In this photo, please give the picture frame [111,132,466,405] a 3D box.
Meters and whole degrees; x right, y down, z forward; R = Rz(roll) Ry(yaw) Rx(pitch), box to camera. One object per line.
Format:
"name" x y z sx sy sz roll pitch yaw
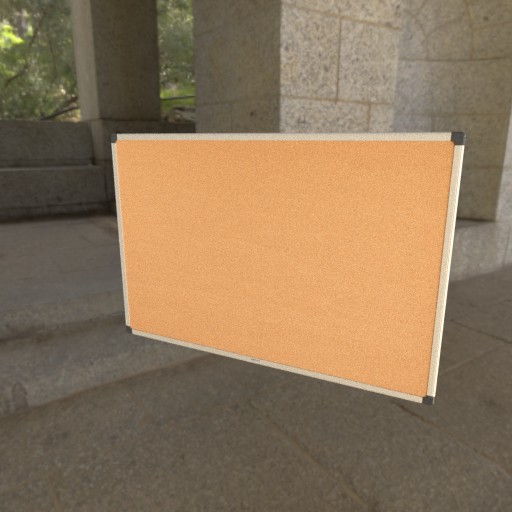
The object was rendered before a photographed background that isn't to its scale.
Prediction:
"picture frame" 0.000 0.000 1.121 0.900 0.600 0.010 7 16 25
